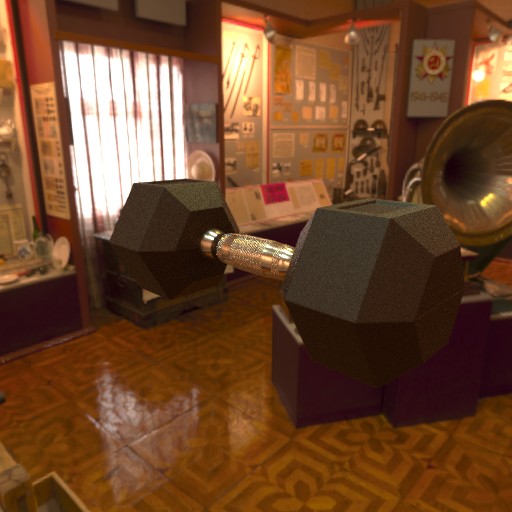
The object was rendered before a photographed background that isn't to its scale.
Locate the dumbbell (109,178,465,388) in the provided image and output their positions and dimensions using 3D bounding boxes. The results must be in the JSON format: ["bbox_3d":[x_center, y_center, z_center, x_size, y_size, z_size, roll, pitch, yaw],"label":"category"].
[{"bbox_3d":[0.000,0.000,0.424,0.356,0.123,0.141,14,21,42],"label":"dumbbell"}]
